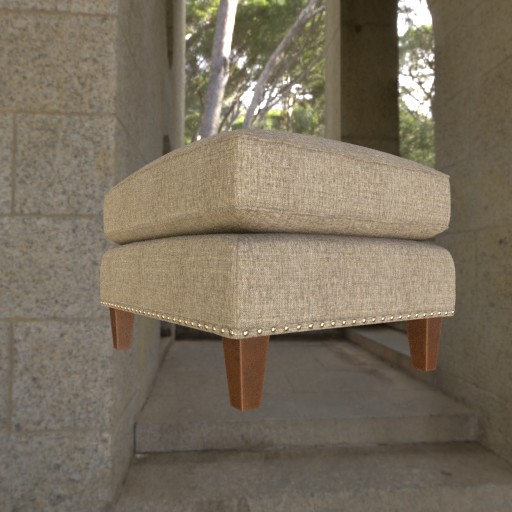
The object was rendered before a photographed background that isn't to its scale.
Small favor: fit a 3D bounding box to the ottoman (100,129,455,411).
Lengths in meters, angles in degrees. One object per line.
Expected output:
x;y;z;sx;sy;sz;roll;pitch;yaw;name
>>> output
0.000;0.000;1.125;0.584;0.513;0.741;1;-2;-34;ottoman
